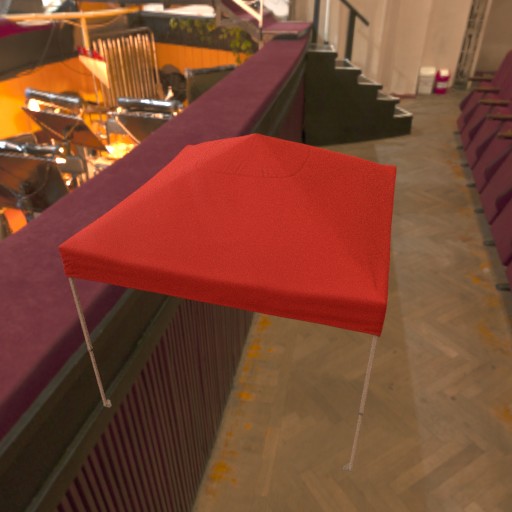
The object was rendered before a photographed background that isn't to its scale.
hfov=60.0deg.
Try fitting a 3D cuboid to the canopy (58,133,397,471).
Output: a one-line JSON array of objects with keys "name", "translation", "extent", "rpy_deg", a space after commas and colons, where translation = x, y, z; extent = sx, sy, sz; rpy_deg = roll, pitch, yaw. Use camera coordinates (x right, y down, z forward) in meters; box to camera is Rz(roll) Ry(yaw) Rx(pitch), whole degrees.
[{"name": "canopy", "translation": [0.000, 0.000, 5.368], "extent": [2.996, 2.997, 2.998], "rpy_deg": [9, 34, 14]}]
